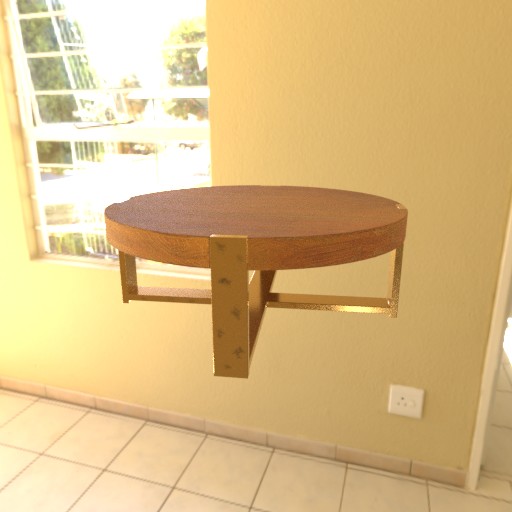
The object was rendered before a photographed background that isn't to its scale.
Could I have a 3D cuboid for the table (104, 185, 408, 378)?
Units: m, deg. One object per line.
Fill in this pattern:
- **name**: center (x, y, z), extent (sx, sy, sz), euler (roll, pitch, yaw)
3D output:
- **table**: center (0.000, 0.000, 1.754), extent (1.100, 0.420, 1.100), euler (0, 16, 0)
